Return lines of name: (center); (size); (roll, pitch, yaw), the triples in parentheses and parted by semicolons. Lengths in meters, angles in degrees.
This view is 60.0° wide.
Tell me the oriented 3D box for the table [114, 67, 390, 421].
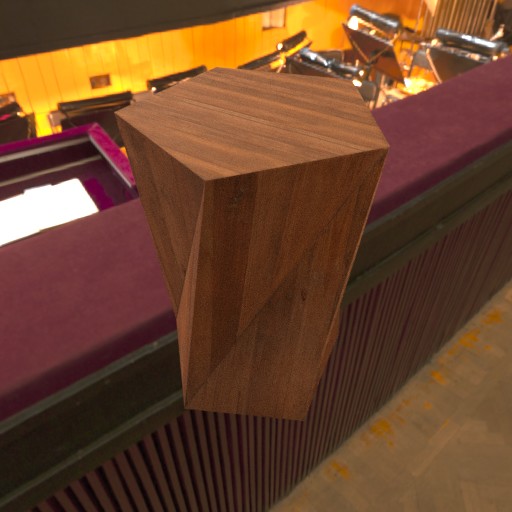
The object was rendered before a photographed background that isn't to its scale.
table: (0.000, 0.000, 0.892); (0.441, 0.604, 0.425); (-26, 47, -27)
